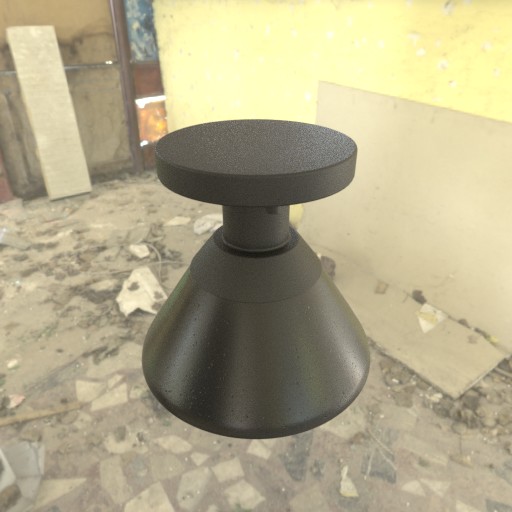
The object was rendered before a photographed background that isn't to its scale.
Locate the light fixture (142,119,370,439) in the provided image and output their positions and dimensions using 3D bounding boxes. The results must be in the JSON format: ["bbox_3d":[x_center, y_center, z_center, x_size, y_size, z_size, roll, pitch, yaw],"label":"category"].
[{"bbox_3d":[0.000,0.000,0.354,0.200,0.183,0.200,0,30,0],"label":"light fixture"}]
